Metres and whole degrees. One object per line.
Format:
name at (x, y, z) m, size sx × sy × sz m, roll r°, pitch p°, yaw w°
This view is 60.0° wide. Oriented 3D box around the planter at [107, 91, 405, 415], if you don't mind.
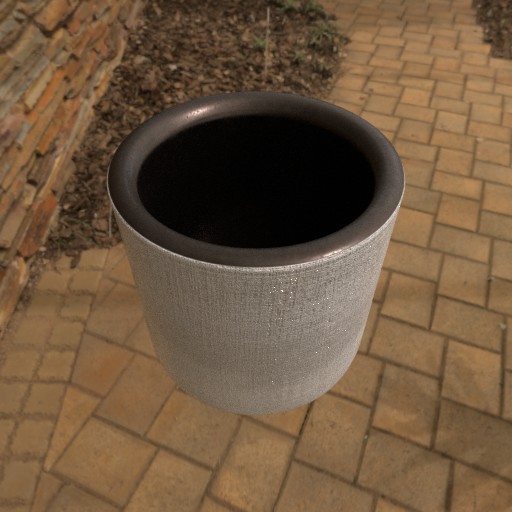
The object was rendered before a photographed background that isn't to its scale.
planter at (0.000, 0.000, 0.294) m, size 0.160 × 0.156 × 0.160 m, roll 0°, pitch 47°, yaw 0°
